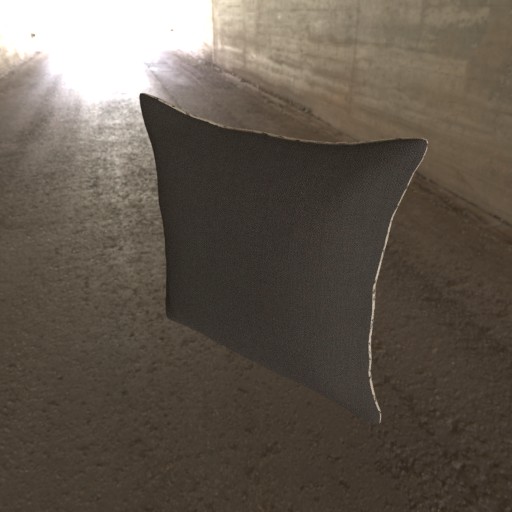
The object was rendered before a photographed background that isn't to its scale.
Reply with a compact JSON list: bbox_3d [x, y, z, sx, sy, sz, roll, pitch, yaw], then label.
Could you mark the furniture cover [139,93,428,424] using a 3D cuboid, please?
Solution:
[{"bbox_3d":[0.000,0.000,0.778,0.525,0.498,0.180,20,34,32],"label":"furniture cover"}]
